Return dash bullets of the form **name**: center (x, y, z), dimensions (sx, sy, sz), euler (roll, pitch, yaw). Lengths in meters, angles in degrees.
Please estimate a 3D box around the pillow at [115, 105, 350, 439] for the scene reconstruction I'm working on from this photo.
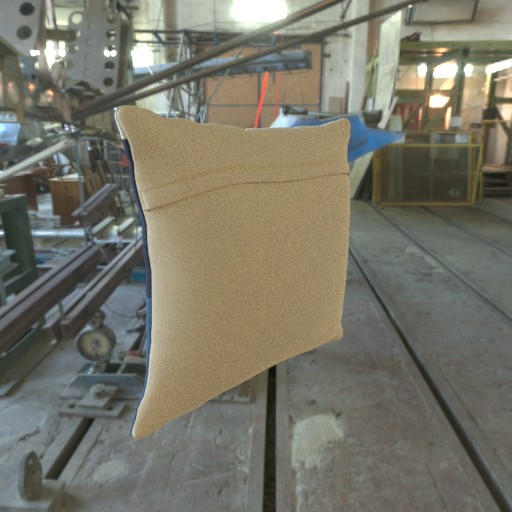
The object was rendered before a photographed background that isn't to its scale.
- **pillow**: center (0.000, 0.000, 0.809), dimensions (0.536, 0.506, 0.229), euler (-14, 21, -41)
